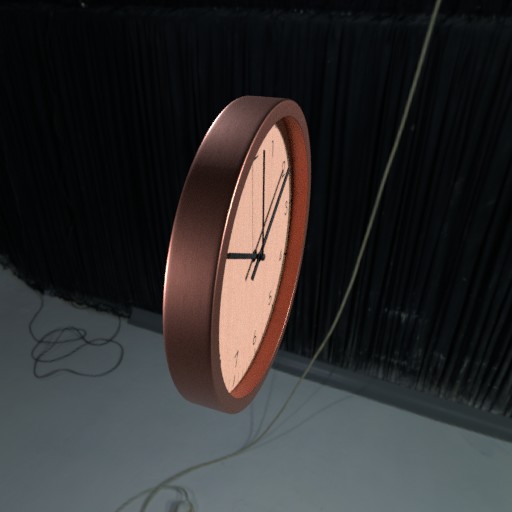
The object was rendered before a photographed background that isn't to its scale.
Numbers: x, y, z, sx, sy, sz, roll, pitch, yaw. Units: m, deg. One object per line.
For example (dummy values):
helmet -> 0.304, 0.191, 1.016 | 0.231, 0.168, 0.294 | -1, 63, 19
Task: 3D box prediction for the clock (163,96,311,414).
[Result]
clock -> 0.000, 0.000, 0.463 | 0.040, 0.313, 0.313 | 11, 34, 16
